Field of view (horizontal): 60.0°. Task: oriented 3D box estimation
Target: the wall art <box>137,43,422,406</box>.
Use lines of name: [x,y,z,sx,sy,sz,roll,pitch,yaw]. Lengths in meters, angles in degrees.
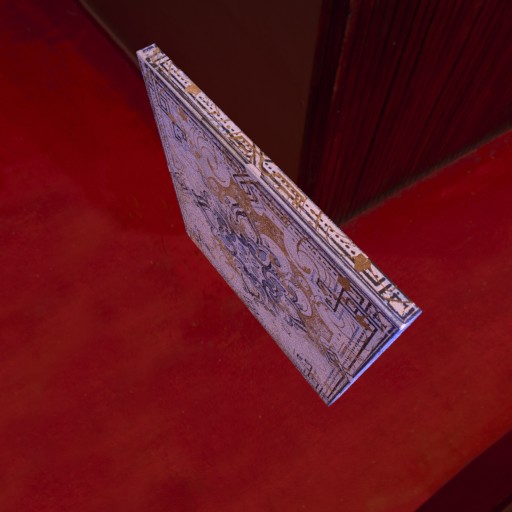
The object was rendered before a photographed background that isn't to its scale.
wall art: [0.000,0.000,0.907,0.036,0.607,0.609,-35,68,-16]
